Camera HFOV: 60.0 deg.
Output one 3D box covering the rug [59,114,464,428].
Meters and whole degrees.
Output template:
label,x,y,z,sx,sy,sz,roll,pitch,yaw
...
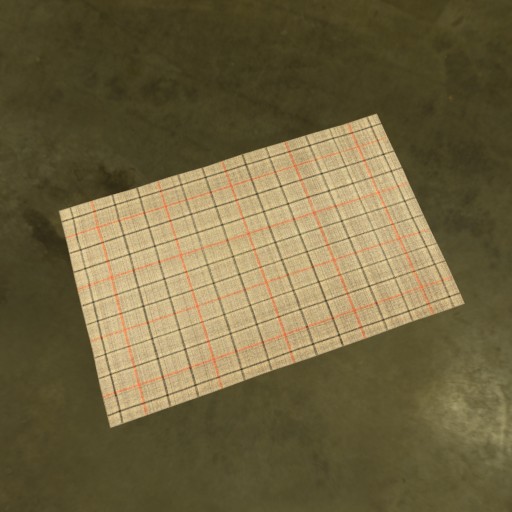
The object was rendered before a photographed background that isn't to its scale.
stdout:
label,x,y,z,sx,sy,sz,roll,pitch,yaw
rug,0.000,0.000,3.058,2.439,0.015,1.524,-18,76,-5
